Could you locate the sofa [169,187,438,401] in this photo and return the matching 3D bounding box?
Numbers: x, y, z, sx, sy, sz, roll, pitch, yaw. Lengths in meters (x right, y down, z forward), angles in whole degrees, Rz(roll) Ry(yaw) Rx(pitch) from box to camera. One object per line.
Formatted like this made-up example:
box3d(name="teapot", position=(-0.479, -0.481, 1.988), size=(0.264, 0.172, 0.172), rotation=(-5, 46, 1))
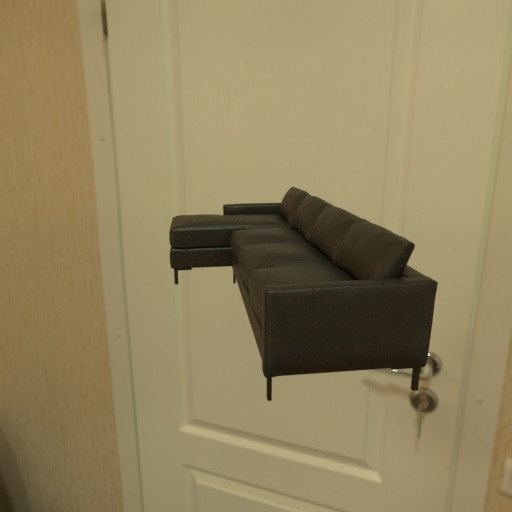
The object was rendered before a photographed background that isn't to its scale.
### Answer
box3d(name="sofa", position=(0.000, 0.000, 3.638), size=(1.471, 0.859, 2.993), rotation=(-2, 15, -8))
